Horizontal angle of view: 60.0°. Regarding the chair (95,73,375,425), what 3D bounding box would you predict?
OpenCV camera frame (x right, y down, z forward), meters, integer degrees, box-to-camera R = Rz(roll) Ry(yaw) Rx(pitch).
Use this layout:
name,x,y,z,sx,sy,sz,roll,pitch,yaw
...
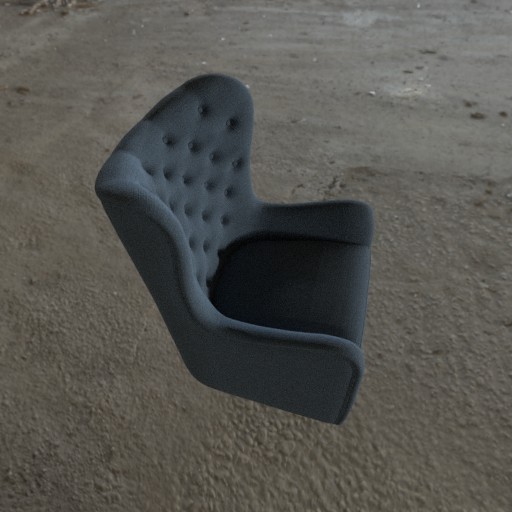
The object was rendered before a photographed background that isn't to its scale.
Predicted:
name,x,y,z,sx,sy,sz,roll,pitch,yaw
chair,0.000,0.000,1.749,0.930,1.079,0.831,10,46,10
